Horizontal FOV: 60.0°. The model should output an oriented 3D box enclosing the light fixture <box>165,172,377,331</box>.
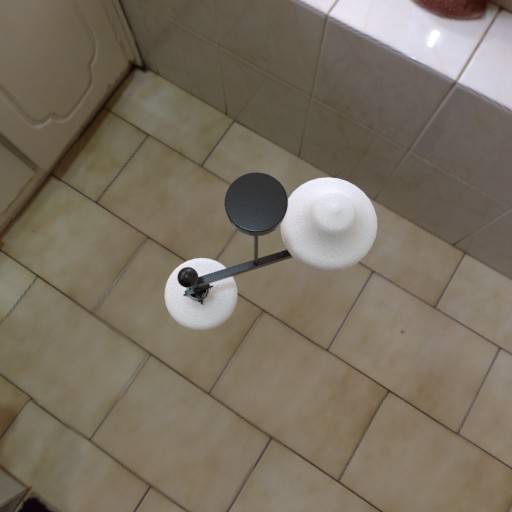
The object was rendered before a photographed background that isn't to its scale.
[{"bbox_3d":[0.000,0.000,1.077,0.422,0.743,0.489,34,79,8],"label":"light fixture"}]
